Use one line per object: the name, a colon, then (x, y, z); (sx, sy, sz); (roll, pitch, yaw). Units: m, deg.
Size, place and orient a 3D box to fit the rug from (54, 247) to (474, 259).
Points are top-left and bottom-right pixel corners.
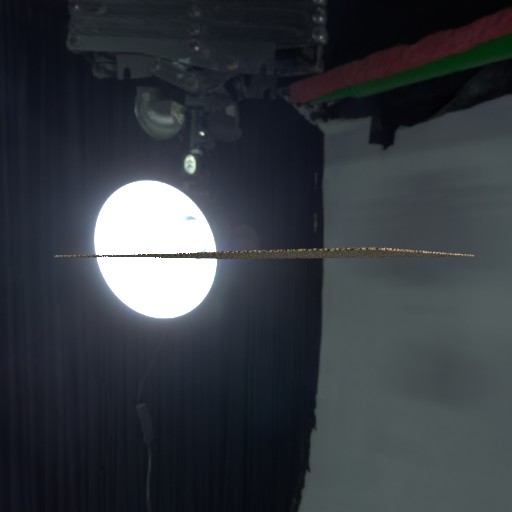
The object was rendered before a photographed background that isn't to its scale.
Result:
rug: (0.000, 0.000, 2.293); (1.828, 0.008, 1.219); (-1, -2, 38)
